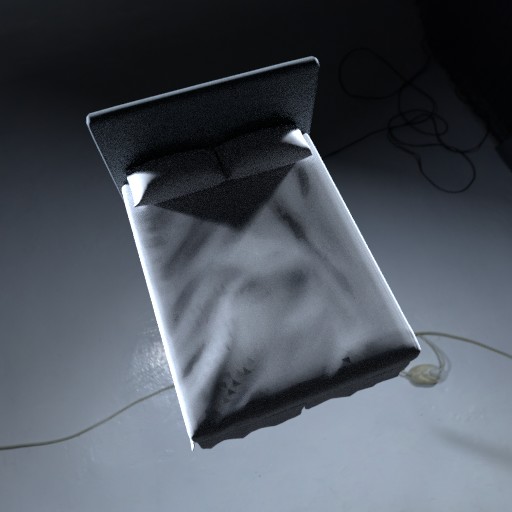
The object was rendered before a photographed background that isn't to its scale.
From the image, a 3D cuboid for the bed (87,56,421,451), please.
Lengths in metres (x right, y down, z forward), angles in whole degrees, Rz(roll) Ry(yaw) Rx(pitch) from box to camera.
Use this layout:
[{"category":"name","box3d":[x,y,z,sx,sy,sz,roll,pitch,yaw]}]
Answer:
[{"category":"bed","box3d":[0.000,0.000,3.169,1.713,1.330,2.142,-18,65,-9]}]
